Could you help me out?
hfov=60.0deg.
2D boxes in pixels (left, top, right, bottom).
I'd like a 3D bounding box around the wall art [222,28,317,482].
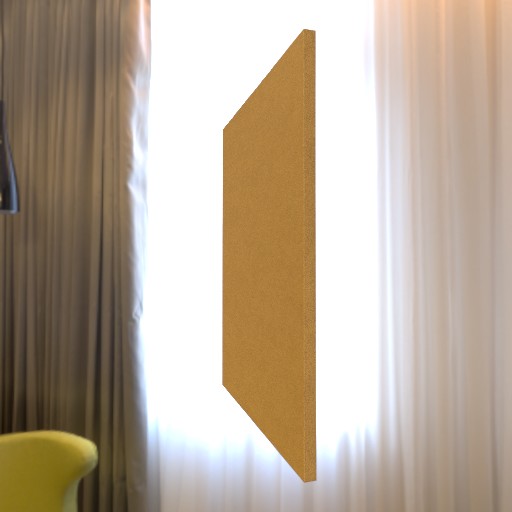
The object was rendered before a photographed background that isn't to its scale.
[{"bbox_3d":[0.000,0.000,1.362,0.030,1.002,0.798,0,-1,-17],"label":"wall art"}]
